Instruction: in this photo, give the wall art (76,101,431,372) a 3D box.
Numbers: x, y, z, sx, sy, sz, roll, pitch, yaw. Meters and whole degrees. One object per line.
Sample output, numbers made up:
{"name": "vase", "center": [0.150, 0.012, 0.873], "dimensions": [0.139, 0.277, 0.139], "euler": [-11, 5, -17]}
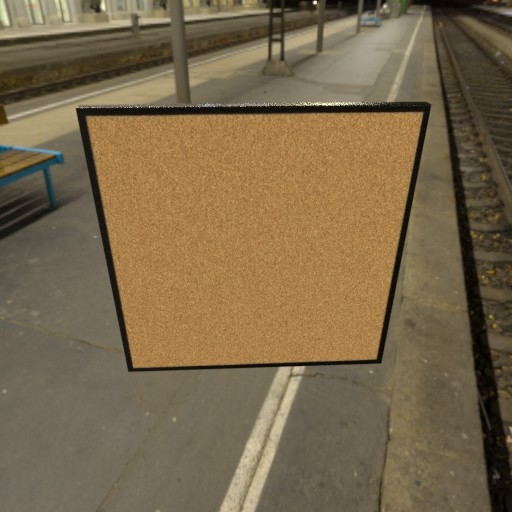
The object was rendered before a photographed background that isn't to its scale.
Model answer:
{"name": "wall art", "center": [0.000, 0.000, 0.529], "dimensions": [0.349, 0.349, 0.014], "euler": [-1, 30, -2]}
